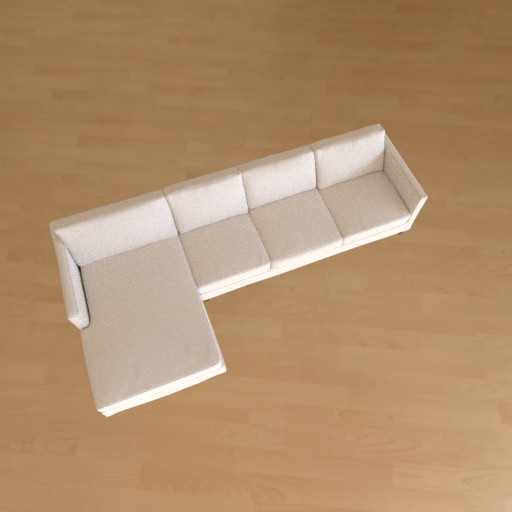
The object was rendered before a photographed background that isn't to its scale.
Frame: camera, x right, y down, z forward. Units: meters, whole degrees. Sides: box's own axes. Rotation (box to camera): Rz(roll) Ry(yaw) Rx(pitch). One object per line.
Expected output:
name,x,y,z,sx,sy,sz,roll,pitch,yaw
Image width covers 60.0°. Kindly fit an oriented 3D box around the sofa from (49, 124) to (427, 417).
sofa,0.000,0.000,3.910,3.186,0.846,1.625,-19,64,-9
